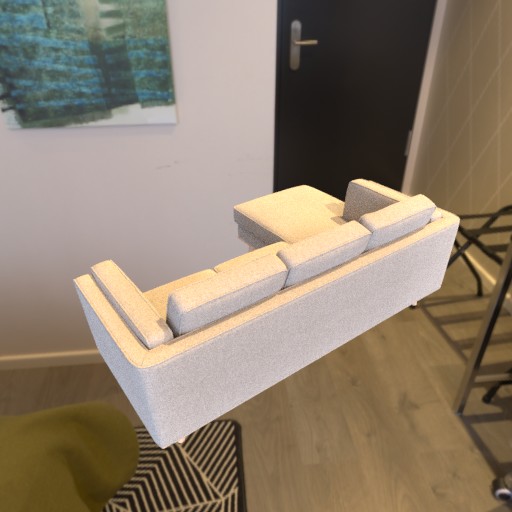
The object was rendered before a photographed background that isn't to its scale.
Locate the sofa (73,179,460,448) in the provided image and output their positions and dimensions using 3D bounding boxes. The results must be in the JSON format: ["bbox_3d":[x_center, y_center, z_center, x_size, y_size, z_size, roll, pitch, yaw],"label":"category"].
[{"bbox_3d":[0.000,0.000,3.135,2.411,0.929,1.604,-21,38,-30],"label":"sofa"}]
